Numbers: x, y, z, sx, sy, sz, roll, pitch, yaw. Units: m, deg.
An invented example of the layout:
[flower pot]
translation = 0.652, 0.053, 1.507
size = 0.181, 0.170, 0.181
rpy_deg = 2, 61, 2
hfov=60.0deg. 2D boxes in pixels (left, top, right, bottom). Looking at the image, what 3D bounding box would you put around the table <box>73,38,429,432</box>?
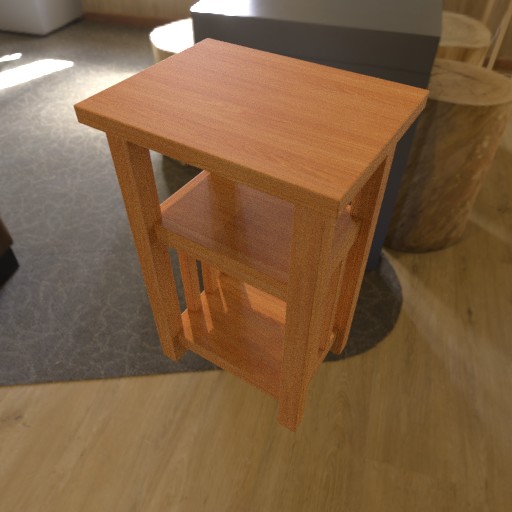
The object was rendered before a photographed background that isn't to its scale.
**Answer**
[table]
translation = 0.000, 0.000, 0.739
size = 0.350, 0.550, 0.270
rpy_deg = 24, 50, 22
